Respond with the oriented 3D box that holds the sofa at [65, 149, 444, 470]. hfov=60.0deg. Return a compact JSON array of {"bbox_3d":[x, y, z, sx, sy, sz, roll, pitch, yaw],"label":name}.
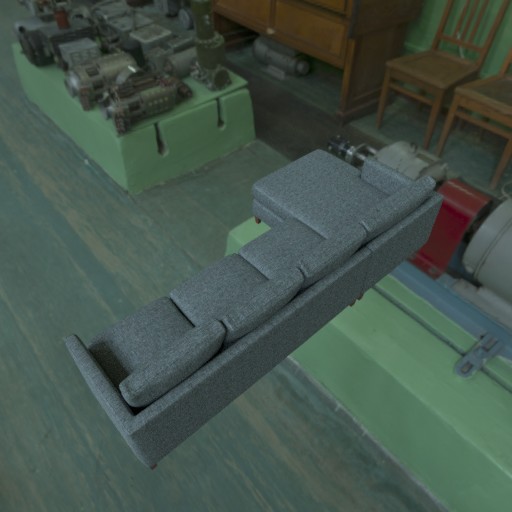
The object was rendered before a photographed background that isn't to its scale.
[{"bbox_3d":[0.000,0.000,4.057,3.485,0.960,1.635,-33,54,-27],"label":"sofa"}]
